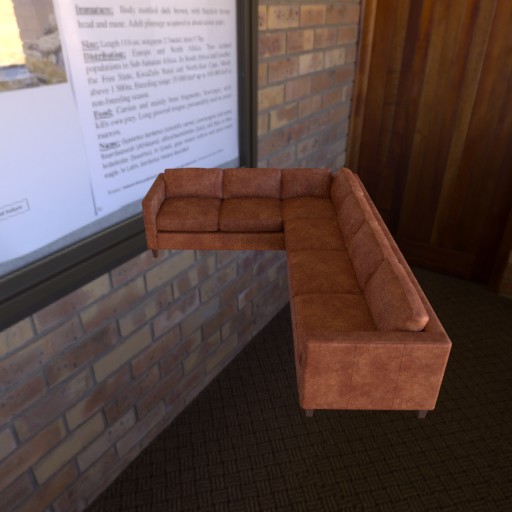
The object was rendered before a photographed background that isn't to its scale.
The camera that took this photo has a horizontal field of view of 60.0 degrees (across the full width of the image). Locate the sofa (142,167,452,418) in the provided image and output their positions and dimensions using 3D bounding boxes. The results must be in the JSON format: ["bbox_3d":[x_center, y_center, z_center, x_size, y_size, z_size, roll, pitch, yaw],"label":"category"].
[{"bbox_3d":[0.000,0.000,4.200,2.438,0.838,3.150,0,29,1],"label":"sofa"}]
